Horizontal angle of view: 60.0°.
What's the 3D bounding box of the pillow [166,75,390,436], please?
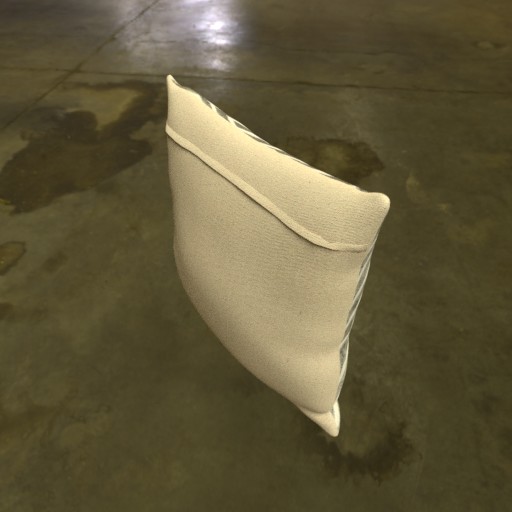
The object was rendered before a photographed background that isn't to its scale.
[{"bbox_3d":[0.000,0.000,0.682,0.182,0.441,0.440,-27,48,-27],"label":"pillow"}]
